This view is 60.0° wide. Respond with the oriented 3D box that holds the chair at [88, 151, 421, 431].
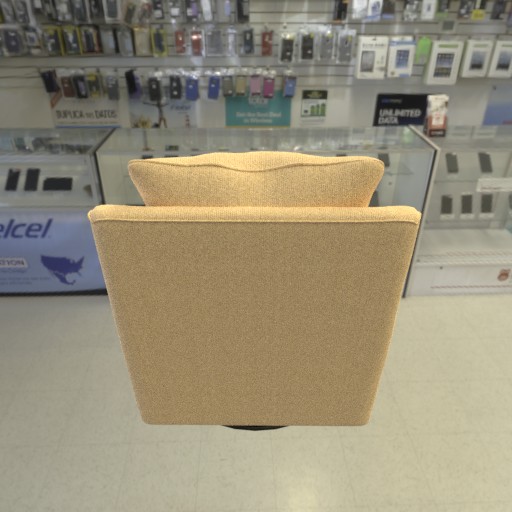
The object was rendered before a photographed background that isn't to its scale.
[{"bbox_3d":[0.000,0.000,1.516,0.760,0.927,0.876,0,31,0],"label":"chair"}]
